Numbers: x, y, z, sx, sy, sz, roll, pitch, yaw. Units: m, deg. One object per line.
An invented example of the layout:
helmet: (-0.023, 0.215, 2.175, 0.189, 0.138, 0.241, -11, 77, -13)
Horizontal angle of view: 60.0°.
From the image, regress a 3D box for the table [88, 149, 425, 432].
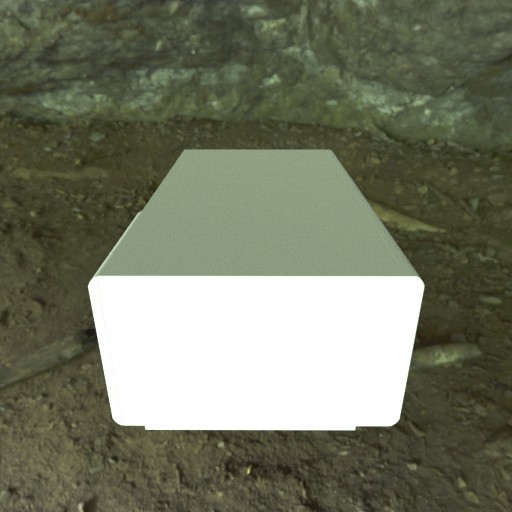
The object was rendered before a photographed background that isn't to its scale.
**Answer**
table: (0.000, 0.000, 1.416, 0.639, 0.442, 1.097, 0, 26, 0)
